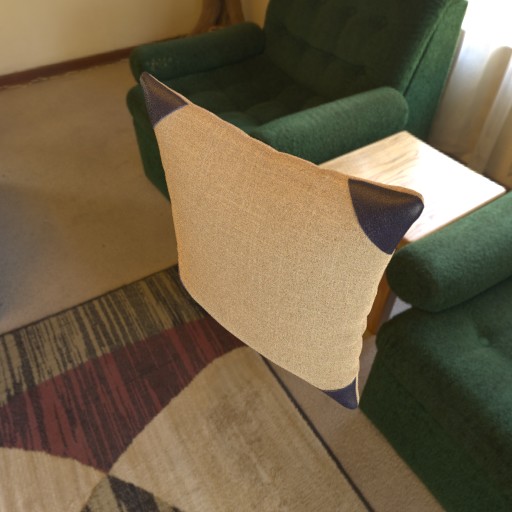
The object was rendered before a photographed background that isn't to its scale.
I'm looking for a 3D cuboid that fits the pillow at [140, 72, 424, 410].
[{"bbox_3d":[0.000,0.000,0.679,0.440,0.441,0.147,32,54,27],"label":"pillow"}]
